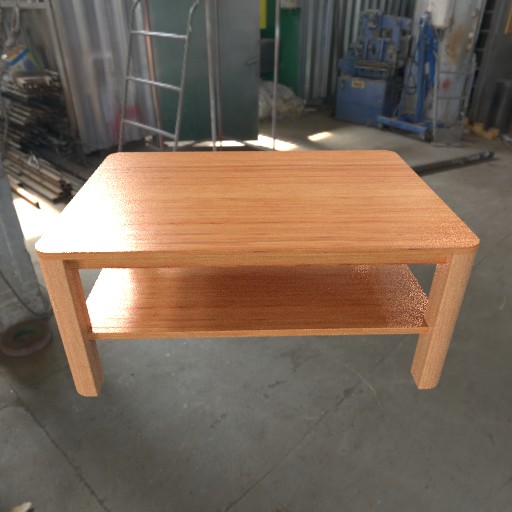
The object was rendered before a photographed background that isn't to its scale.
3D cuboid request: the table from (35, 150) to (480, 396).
[{"bbox_3d":[0.000,0.000,1.374,0.997,0.445,0.696,-1,31,-1],"label":"table"}]
